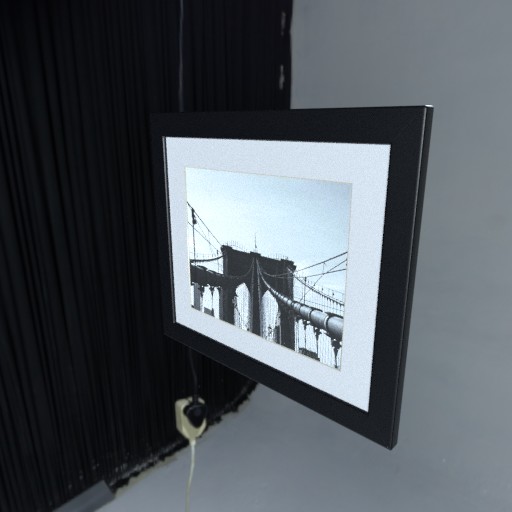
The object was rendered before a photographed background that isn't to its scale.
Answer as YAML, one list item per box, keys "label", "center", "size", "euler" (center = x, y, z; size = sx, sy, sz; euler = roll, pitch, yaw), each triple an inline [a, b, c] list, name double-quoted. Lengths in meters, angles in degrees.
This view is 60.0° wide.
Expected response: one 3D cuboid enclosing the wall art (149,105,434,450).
- label: "wall art"
  center: [0.000, 0.000, 0.719]
  size: [0.521, 0.450, 0.018]
  euler: [15, 22, 41]
